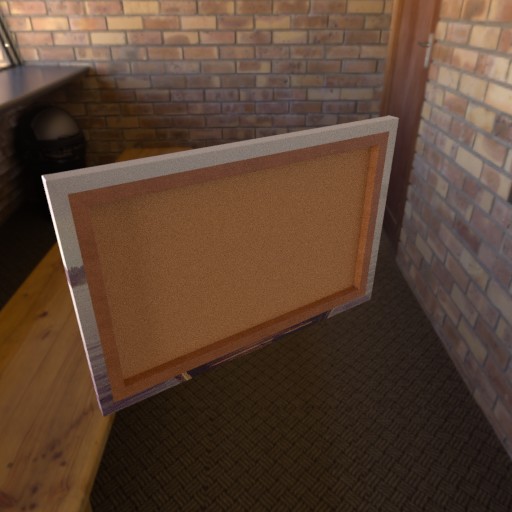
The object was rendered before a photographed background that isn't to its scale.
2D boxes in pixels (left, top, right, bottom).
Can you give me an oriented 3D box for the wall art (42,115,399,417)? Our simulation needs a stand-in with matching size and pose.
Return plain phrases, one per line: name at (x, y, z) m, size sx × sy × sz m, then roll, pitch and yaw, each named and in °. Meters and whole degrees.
wall art at (0.000, 0.000, 1.166) m, size 0.916 × 0.609 × 0.037 m, roll -18°, pitch 34°, yaw -28°
